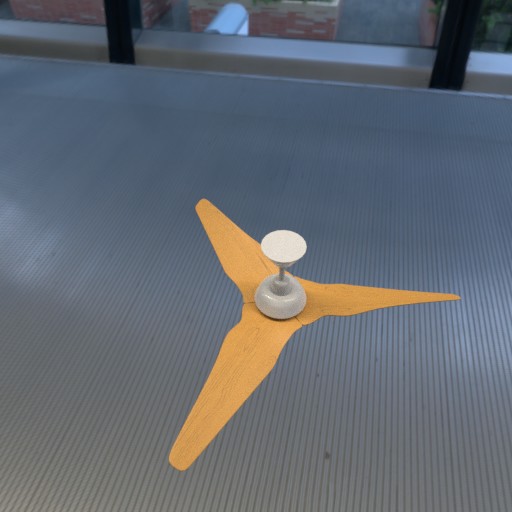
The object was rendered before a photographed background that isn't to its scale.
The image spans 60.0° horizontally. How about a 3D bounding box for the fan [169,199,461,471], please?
[{"bbox_3d":[0.000,0.000,1.615,1.142,0.355,1.010,-25,51,-22],"label":"fan"}]
